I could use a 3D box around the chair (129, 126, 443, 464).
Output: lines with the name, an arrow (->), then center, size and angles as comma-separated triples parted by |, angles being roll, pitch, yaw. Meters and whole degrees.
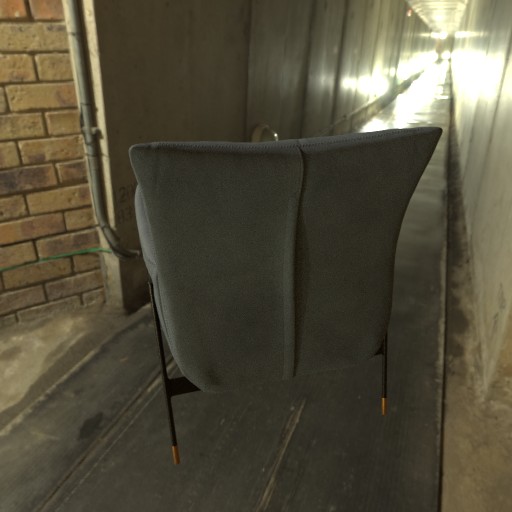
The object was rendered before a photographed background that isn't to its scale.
chair -> 0.000, 0.000, 1.362 | 0.678, 0.858, 0.709 | -7, 28, -14
